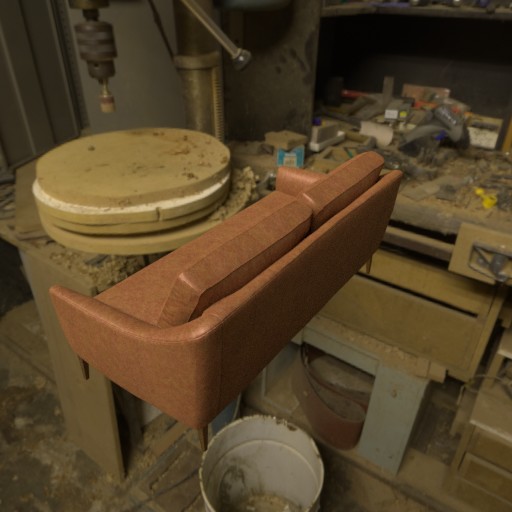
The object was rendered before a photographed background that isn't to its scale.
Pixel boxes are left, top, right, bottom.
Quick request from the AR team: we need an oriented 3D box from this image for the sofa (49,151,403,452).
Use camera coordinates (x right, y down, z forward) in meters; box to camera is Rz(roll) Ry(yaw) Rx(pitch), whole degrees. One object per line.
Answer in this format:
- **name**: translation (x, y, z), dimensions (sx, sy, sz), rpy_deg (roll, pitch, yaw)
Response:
- **sofa**: translation (0.000, 0.000, 2.605), dimensions (0.981, 0.945, 2.036), rpy_deg (21, 38, 30)
